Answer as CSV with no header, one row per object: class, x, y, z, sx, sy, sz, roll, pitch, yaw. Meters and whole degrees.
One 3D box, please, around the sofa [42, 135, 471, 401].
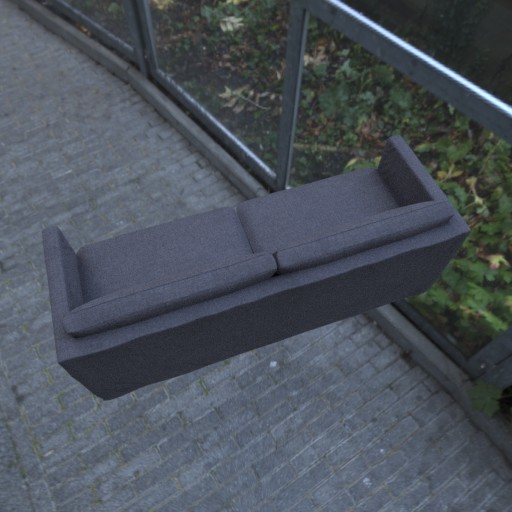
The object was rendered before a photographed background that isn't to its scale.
sofa,0.000,0.000,3.281,2.779,0.998,1.036,-17,59,-10
